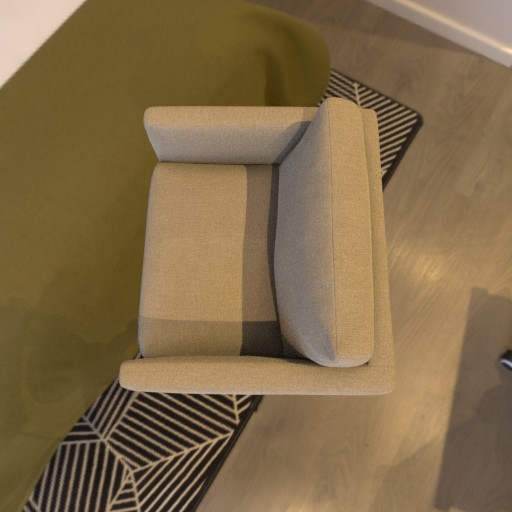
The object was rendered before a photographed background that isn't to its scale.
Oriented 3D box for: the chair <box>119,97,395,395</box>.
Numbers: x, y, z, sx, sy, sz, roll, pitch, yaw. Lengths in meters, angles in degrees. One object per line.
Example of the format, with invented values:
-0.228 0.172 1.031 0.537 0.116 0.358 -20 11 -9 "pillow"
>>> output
0.000 0.000 1.867 0.959 0.963 1.107 1 74 0 "chair"
